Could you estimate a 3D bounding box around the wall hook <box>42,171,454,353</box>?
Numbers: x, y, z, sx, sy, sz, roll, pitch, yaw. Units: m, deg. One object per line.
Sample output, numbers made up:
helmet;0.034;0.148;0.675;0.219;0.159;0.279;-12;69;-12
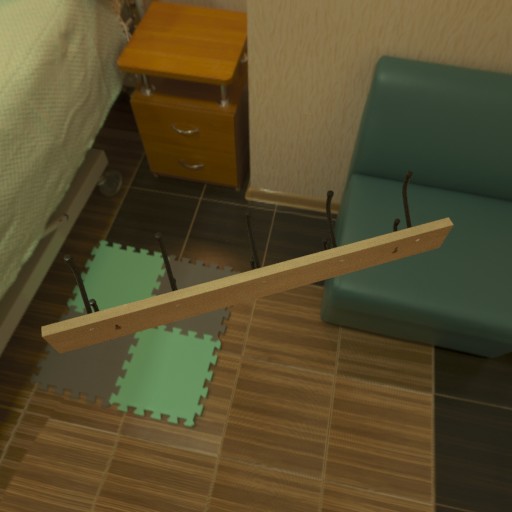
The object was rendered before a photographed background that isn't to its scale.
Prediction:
wall hook;0.000;0.000;0.608;0.571;0.117;0.071;-15;59;-9
